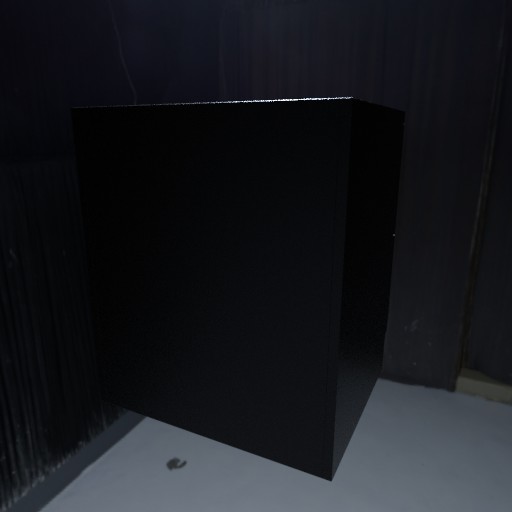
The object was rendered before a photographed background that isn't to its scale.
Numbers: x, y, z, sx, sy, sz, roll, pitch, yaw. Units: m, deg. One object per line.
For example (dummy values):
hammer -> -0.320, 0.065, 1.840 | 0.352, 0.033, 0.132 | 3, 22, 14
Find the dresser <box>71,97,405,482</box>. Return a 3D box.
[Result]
dresser -> 0.000, 0.000, 0.752 | 0.400, 0.470, 0.360 | 8, 17, 26
